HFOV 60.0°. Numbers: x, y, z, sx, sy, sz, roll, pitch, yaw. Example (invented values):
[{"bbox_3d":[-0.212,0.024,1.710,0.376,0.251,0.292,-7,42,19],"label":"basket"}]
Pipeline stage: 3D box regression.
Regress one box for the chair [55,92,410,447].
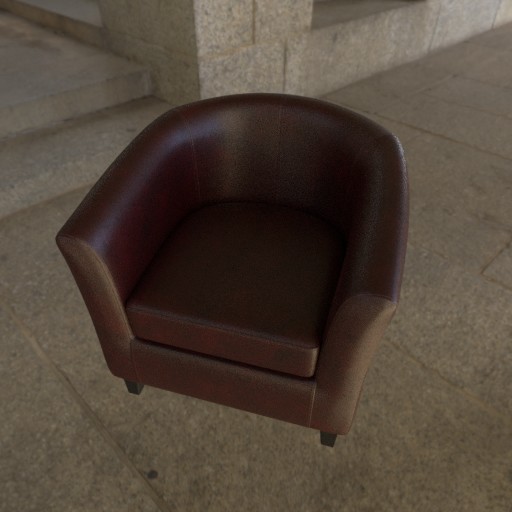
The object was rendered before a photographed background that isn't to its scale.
[{"bbox_3d":[0.000,0.000,1.350,0.792,0.756,0.727,10,41,12],"label":"chair"}]
